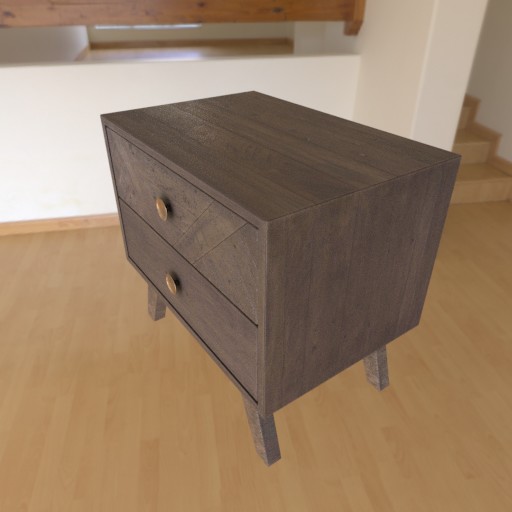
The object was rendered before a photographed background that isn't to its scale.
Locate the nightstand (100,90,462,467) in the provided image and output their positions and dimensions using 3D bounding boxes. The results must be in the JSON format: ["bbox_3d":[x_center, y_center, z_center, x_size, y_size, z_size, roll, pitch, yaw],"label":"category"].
[{"bbox_3d":[0.000,0.000,1.069,0.450,0.599,0.650,-21,38,-29],"label":"nightstand"}]
